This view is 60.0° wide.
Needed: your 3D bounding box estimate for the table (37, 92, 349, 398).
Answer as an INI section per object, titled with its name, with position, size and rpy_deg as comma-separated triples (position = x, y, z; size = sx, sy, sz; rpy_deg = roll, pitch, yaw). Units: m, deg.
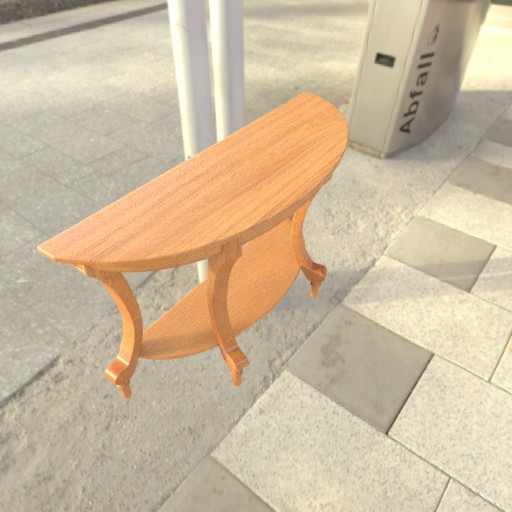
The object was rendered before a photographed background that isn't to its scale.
[table]
position = 0.000, 0.000, 1.540
size = 0.394, 0.692, 1.198
rpy_deg = 26, 47, 27
